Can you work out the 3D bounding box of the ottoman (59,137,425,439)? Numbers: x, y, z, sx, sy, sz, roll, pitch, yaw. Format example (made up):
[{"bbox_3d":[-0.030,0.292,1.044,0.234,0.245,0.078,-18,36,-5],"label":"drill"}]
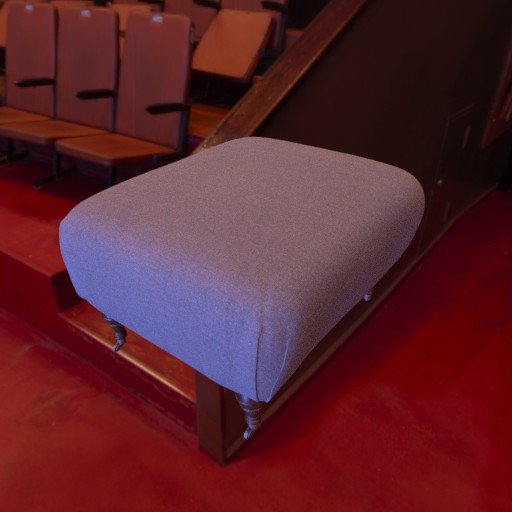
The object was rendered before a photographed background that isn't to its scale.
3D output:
[{"bbox_3d":[0.000,0.000,1.139,0.622,0.450,0.747,21,38,31],"label":"ottoman"}]
